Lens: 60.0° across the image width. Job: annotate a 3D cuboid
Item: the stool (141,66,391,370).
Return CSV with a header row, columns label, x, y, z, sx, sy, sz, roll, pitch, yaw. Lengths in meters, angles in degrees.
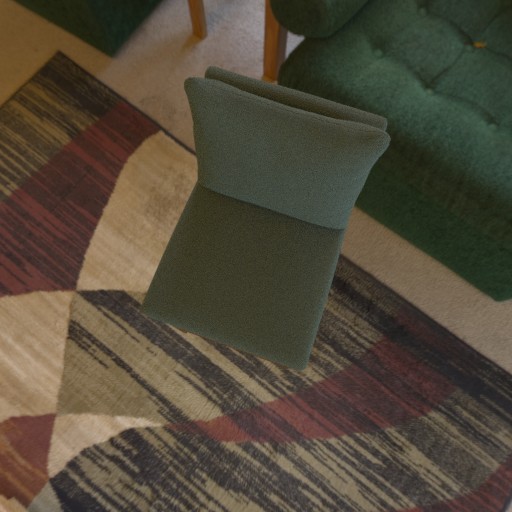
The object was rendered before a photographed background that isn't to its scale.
label,x,y,z,sx,sy,sz,roll,pitch,yaw
stool,0.000,0.000,1.348,0.463,1.032,0.568,19,76,5
